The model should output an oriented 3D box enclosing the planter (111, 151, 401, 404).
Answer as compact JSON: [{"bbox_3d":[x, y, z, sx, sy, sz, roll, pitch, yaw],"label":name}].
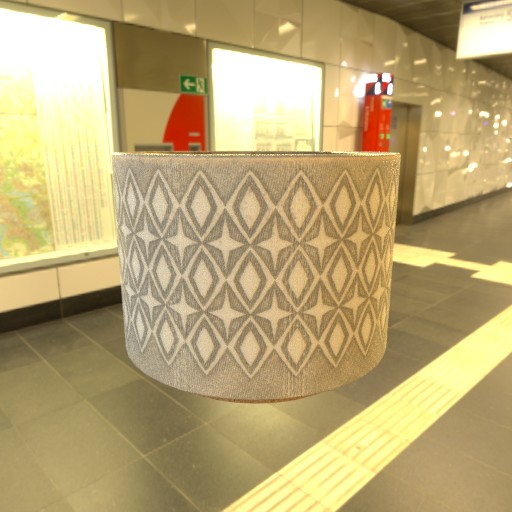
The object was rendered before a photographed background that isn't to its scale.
[{"bbox_3d":[0.000,0.000,0.316,0.186,0.144,0.186,0,14,0],"label":"planter"}]
